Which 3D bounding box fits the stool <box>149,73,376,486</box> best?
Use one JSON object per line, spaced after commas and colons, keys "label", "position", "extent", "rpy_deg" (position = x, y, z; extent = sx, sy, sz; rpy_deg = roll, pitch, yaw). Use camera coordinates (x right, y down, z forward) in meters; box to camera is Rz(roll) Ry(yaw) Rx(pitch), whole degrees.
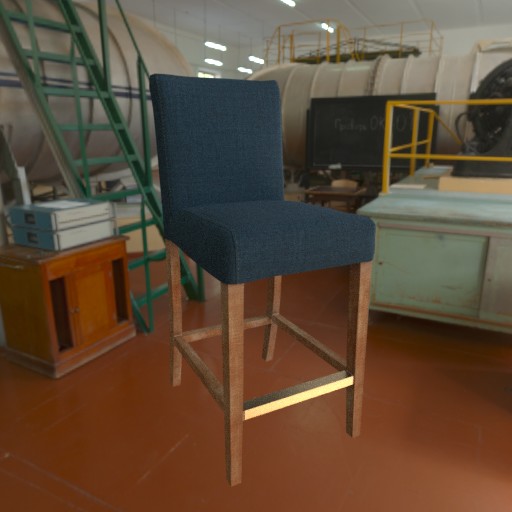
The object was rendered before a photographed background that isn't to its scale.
{"label": "stool", "position": [0.000, 0.000, 1.318], "extent": [0.454, 1.039, 0.567], "rpy_deg": [-8, 18, -27]}
